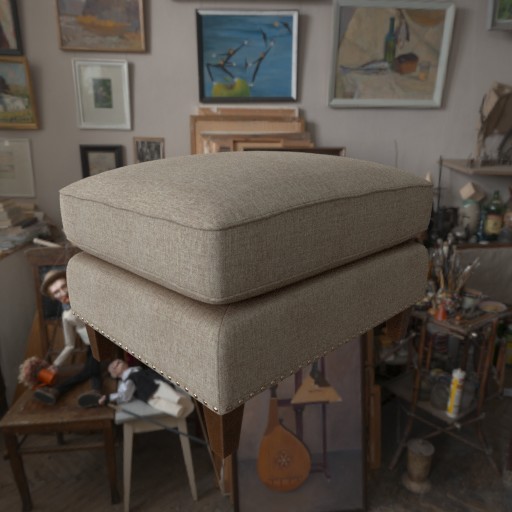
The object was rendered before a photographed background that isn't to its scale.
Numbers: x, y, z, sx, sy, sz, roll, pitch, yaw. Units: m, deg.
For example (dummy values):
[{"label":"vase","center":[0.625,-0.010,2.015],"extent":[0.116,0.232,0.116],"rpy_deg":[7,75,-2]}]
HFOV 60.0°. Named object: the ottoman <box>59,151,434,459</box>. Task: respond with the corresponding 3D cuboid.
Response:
[{"label":"ottoman","center":[0.000,0.000,1.121],"extent":[0.741,0.513,0.584],"rpy_deg":[-16,23,-42]}]
